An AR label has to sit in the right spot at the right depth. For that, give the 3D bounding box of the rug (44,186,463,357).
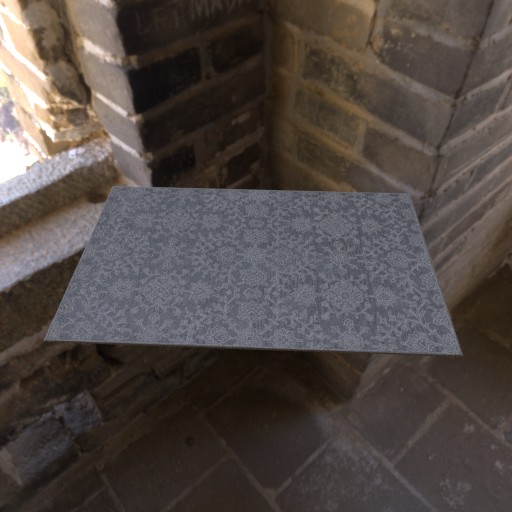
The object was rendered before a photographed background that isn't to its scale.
[{"bbox_3d":[0.000,0.000,3.095,2.430,0.010,1.515,2,45,2],"label":"rug"}]
